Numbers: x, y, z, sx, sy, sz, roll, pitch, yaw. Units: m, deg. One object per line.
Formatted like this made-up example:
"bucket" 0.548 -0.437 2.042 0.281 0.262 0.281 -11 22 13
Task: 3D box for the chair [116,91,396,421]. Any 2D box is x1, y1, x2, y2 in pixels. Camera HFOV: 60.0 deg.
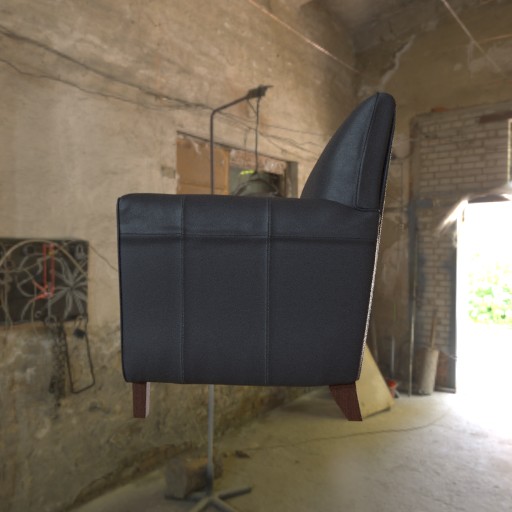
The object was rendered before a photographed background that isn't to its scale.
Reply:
"chair" 0.000 0.000 1.649 0.825 0.943 0.870 0 2 2
